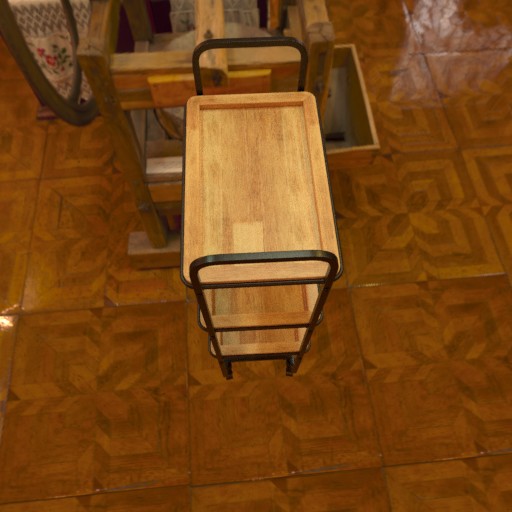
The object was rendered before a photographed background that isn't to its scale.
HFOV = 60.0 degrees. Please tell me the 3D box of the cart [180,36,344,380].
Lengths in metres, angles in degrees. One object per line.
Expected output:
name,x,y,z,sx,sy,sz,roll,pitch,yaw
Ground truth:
cart,0.000,0.000,1.315,0.321,1.080,0.545,-3,64,-1
